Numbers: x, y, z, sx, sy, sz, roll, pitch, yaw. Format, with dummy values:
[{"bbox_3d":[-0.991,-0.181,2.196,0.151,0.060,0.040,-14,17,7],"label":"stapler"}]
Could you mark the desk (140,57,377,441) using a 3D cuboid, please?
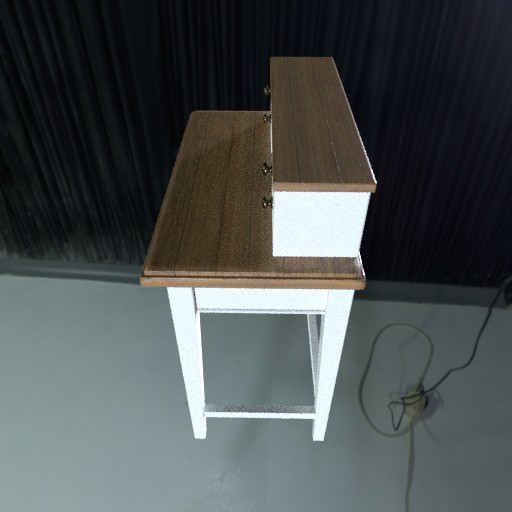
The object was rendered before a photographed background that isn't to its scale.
[{"bbox_3d":[0.000,0.000,1.400,0.462,0.981,0.814,1,41,1],"label":"desk"}]
